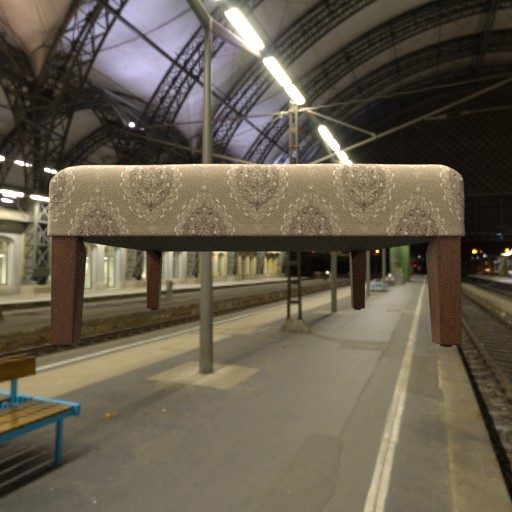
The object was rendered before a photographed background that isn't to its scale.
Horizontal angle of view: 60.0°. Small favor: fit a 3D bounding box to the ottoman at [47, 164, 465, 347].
[{"bbox_3d":[0.000,0.000,1.374,0.889,0.411,0.890,0,-2,0],"label":"ottoman"}]
